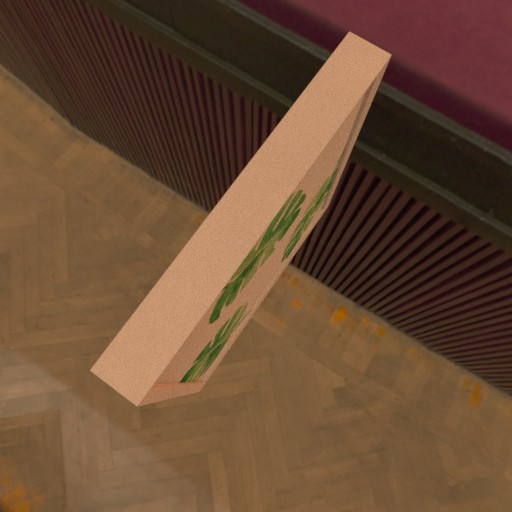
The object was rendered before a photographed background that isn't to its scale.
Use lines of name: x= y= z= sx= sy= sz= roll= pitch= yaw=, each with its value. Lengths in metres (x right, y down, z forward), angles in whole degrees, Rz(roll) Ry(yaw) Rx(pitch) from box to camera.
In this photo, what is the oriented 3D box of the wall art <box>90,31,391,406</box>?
wall art: x=0.000 y=0.000 z=0.449 sx=0.038 sy=0.305 sz=0.305 roll=34 pitch=77 yaw=9
